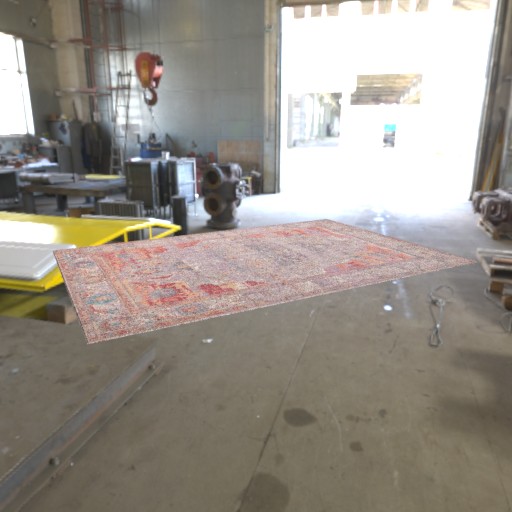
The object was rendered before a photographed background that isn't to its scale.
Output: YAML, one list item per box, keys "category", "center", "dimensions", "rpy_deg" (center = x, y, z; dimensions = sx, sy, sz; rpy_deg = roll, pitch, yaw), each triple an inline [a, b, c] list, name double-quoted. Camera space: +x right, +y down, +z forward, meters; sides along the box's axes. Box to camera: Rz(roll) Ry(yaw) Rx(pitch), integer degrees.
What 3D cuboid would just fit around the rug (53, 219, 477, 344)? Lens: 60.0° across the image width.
- category: "rug"
  center: [0.000, 0.000, 2.286]
  dimensions: [1.829, 0.005, 1.219]
  rpy_deg: [-8, 18, -27]
